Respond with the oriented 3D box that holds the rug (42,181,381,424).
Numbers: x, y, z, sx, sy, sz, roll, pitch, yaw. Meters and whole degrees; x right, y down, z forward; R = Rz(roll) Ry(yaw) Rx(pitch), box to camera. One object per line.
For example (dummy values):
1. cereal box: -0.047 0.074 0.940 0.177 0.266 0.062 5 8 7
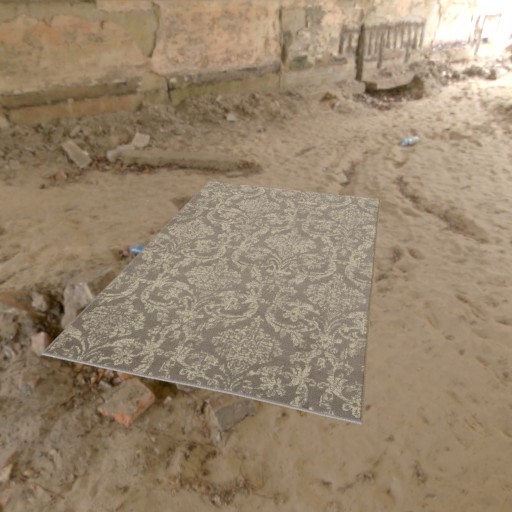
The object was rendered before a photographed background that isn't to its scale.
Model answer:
1. rug: 0.000 0.000 3.479 1.819 0.018 2.746 8 32 13
